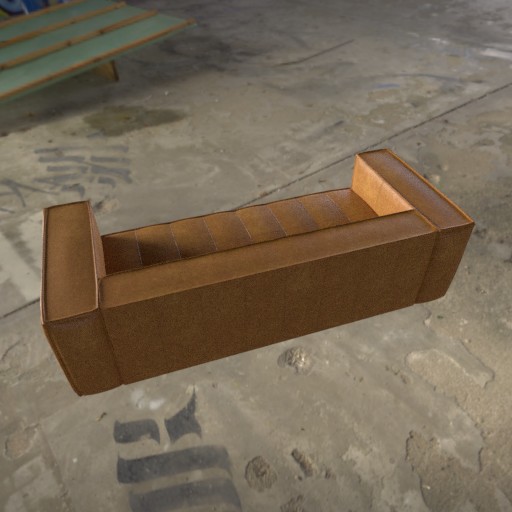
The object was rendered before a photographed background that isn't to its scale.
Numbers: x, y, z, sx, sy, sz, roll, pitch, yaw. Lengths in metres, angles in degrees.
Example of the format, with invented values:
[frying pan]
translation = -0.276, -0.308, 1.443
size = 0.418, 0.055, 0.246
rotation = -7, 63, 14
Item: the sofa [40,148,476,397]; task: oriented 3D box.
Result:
[sofa]
translation = 0.000, 0.000, 3.008
size = 2.581, 0.701, 1.102
rotation = -13, 42, -14
